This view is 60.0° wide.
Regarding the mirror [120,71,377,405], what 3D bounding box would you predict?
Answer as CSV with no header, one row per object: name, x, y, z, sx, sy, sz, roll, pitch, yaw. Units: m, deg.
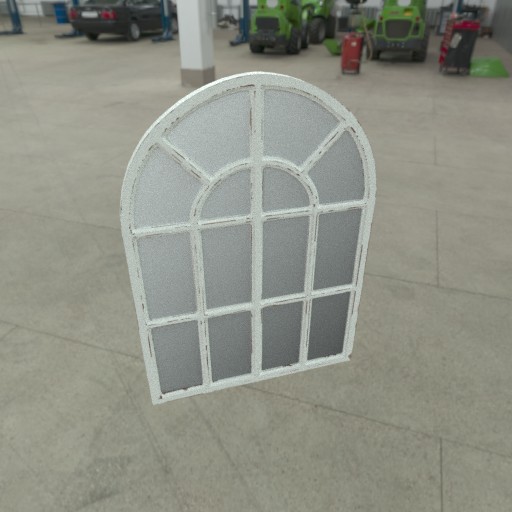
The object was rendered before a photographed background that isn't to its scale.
mirror,0.000,0.000,1.188,0.660,0.920,0.032,-9,33,-14
